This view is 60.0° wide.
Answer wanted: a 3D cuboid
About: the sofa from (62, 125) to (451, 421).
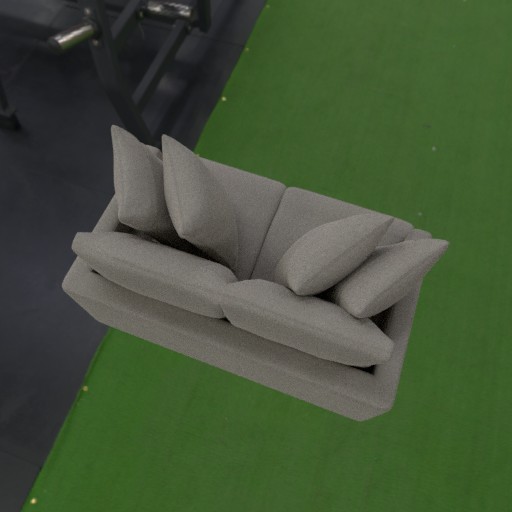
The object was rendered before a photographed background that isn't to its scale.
[{"bbox_3d":[0.000,0.000,2.625,1.869,1.080,1.228,19,66,9],"label":"sofa"}]
